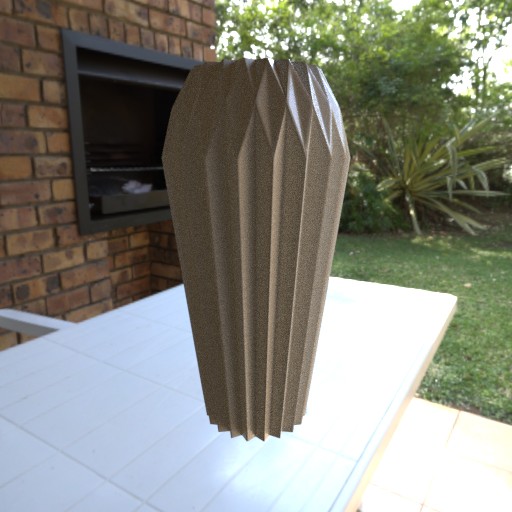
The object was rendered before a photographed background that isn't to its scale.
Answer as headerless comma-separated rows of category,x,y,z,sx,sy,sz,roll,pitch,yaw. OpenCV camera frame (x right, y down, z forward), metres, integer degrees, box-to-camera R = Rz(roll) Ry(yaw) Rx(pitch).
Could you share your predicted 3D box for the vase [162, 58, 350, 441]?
vase,0.000,0.000,0.336,0.133,0.263,0.133,0,13,0
